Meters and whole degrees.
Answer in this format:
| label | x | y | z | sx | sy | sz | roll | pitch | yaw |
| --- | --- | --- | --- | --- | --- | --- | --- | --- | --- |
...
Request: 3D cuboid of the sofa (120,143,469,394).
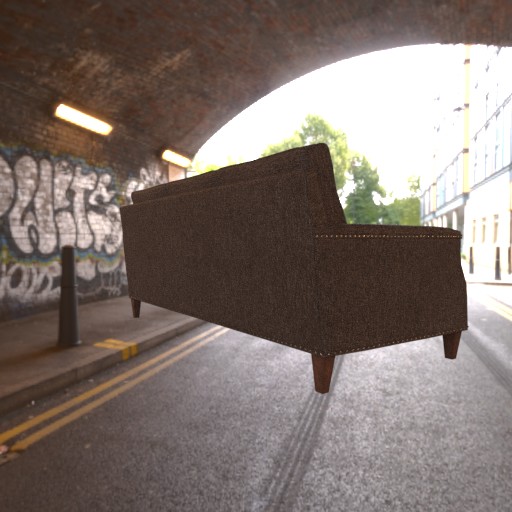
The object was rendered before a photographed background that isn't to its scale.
| label | x | y | z | sx | sy | sz | roll | pitch | yaw |
| --- | --- | --- | --- | --- | --- | --- | --- | --- | --- |
| sofa | 0.000 | 0.000 | 2.824 | 1.084 | 1.003 | 2.246 | -1 | 2 | -35 |
